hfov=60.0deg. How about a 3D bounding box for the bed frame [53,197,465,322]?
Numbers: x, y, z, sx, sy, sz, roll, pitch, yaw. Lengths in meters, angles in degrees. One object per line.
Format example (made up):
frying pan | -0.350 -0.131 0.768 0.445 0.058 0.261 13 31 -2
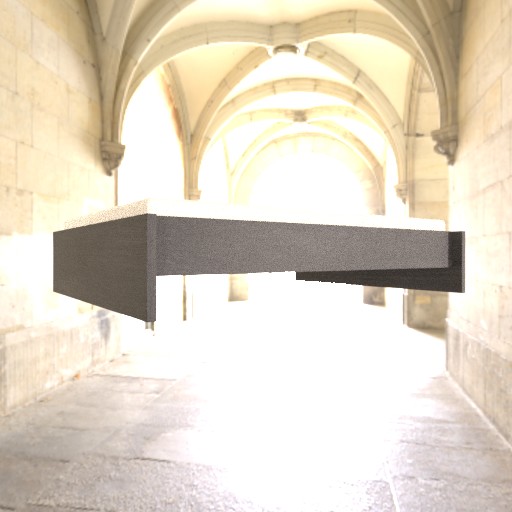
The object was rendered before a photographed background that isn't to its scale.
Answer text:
bed frame | 0.000 0.000 2.636 1.950 0.432 1.490 0 0 -35
